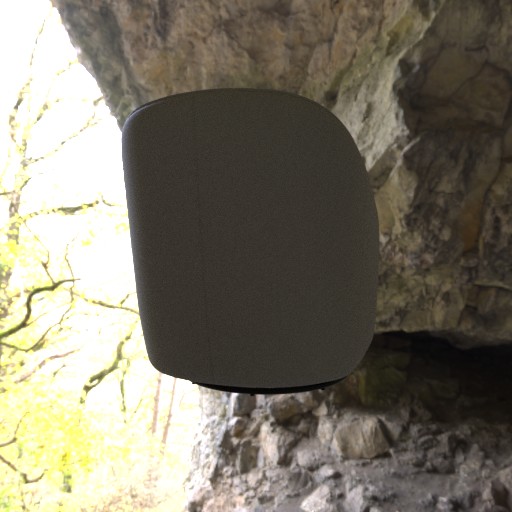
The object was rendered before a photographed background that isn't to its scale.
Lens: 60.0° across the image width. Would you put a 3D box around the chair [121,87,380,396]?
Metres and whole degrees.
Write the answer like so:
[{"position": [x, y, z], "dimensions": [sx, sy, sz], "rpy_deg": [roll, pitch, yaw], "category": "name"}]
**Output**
[{"position": [0.000, 0.000, 1.458], "dimensions": [0.747, 0.799, 0.875], "rpy_deg": [0, 0, 20], "category": "chair"}]
